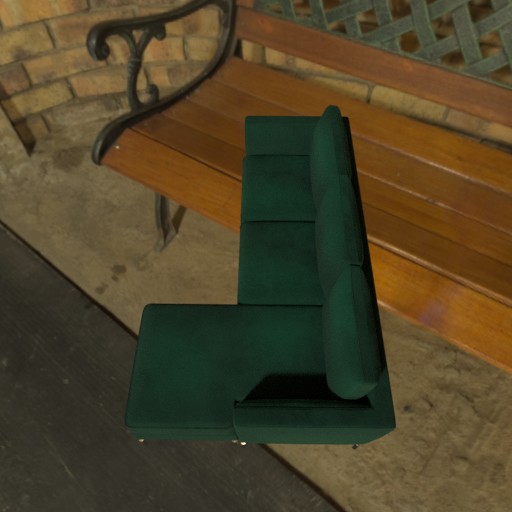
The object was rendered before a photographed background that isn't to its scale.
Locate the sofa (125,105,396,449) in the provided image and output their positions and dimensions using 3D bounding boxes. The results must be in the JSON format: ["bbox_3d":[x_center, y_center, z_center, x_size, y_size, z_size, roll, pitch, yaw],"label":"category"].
[{"bbox_3d":[0.000,0.000,3.152,1.489,1.007,2.441,1,57,0],"label":"sofa"}]
